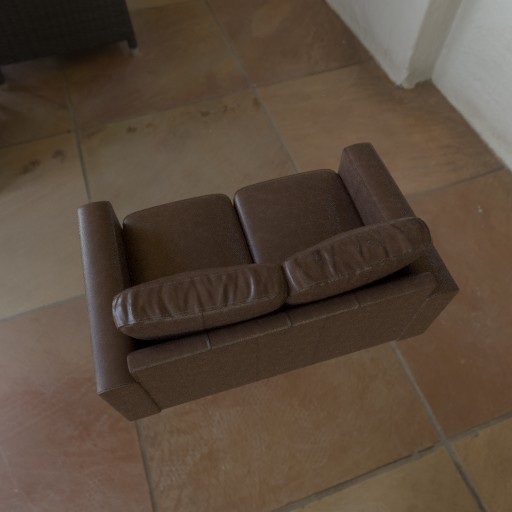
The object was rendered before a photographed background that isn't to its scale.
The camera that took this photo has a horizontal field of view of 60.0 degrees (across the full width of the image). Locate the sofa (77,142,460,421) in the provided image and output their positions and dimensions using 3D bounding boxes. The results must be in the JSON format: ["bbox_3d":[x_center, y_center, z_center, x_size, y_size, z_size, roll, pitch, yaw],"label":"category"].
[{"bbox_3d":[0.000,0.000,2.212,1.616,0.873,1.016,-14,60,-9],"label":"sofa"}]
